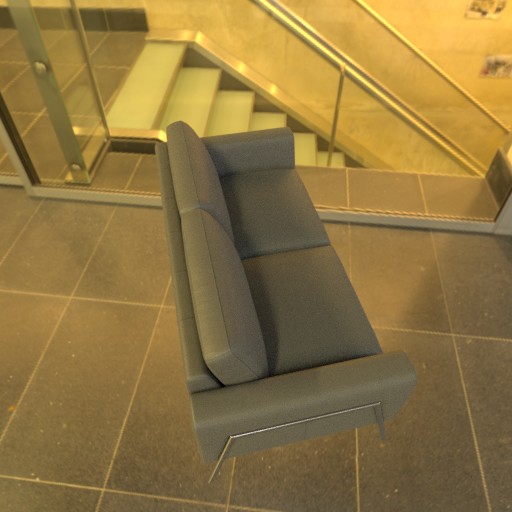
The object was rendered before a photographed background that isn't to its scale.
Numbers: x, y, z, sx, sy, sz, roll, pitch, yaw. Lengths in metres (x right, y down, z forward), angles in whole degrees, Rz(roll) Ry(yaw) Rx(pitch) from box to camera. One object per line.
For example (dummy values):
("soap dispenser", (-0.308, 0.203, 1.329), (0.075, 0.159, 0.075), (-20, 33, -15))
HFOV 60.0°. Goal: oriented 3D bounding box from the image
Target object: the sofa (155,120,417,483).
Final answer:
("sofa", (0.000, 0.000, 2.549), (0.953, 0.875, 2.017), (-10, 48, -9))
